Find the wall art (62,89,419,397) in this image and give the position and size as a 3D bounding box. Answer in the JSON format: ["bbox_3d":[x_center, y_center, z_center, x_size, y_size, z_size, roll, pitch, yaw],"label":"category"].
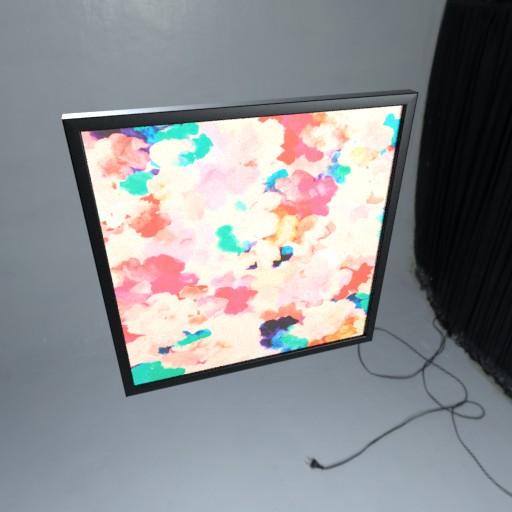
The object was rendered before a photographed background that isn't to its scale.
[{"bbox_3d":[0.000,0.000,1.122,0.756,0.755,0.036,-9,33,-14],"label":"wall art"}]
